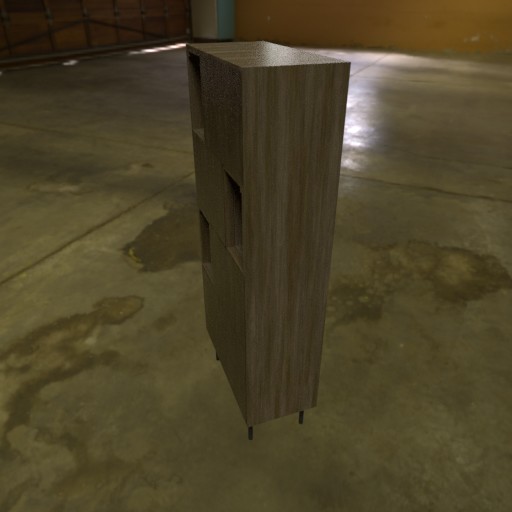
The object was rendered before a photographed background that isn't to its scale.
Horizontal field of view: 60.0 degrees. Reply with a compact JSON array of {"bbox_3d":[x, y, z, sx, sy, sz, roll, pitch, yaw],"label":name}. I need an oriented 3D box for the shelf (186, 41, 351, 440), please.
[{"bbox_3d":[0.000,0.000,1.835,0.323,1.545,0.670,-11,32,-17],"label":"shelf"}]
